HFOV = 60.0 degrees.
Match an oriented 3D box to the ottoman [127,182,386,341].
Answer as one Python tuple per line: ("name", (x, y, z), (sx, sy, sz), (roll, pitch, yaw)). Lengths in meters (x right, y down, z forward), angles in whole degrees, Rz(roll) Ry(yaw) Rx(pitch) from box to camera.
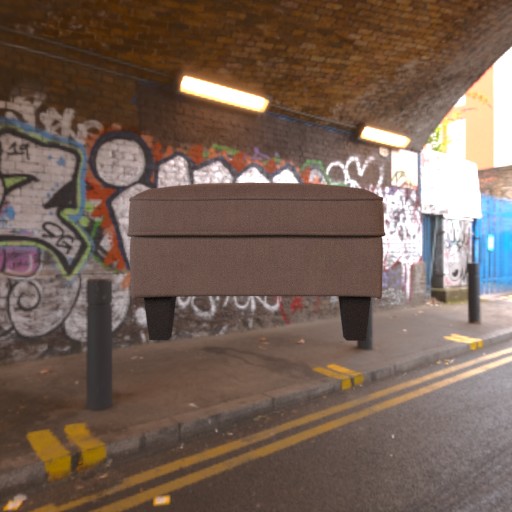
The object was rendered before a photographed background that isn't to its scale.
("ottoman", (0.000, 0.000, 2.069), (0.751, 0.470, 1.764), (0, 0, 1))
